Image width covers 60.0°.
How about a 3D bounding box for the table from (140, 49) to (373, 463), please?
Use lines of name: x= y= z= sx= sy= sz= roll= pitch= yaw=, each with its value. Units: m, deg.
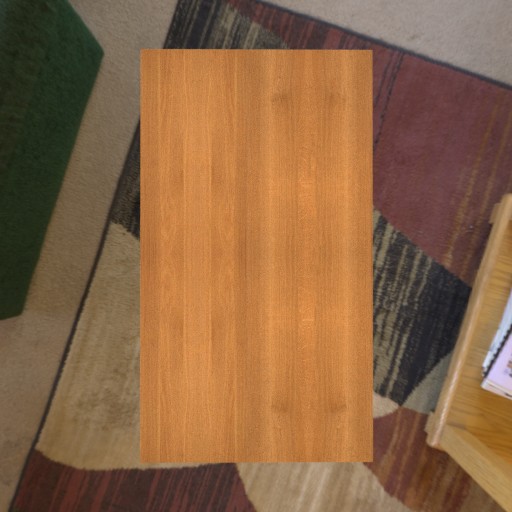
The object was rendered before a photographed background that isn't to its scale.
table: x=0.000 y=0.000 z=2.092 sx=0.900 sy=0.750 sz=1.600 roll=0 pitch=90 yaw=0
